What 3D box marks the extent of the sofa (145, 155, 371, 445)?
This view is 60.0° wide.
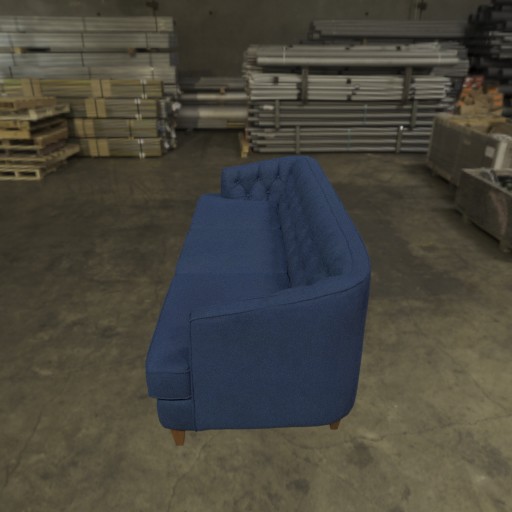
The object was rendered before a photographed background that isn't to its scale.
[{"bbox_3d":[0.000,0.000,2.766,0.941,0.855,2.278,0,26,-1],"label":"sofa"}]
